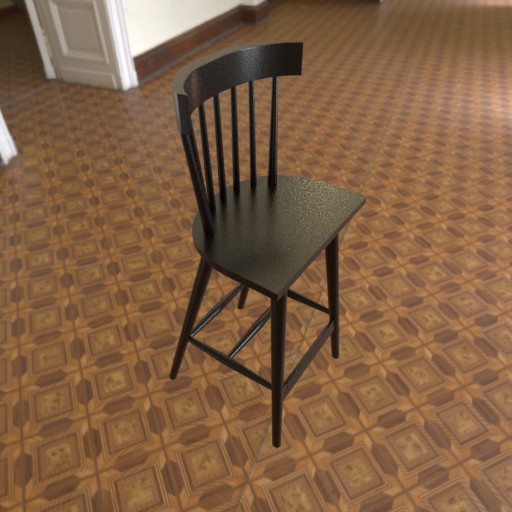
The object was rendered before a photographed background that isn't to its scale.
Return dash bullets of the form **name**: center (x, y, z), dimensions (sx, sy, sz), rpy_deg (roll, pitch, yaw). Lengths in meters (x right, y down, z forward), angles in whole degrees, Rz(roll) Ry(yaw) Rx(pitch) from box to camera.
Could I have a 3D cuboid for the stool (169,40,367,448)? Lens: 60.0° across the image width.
- **stool**: center (0.000, 0.000, 1.323), dimensions (0.483, 1.092, 0.482), rpy_deg (24, 46, 26)
